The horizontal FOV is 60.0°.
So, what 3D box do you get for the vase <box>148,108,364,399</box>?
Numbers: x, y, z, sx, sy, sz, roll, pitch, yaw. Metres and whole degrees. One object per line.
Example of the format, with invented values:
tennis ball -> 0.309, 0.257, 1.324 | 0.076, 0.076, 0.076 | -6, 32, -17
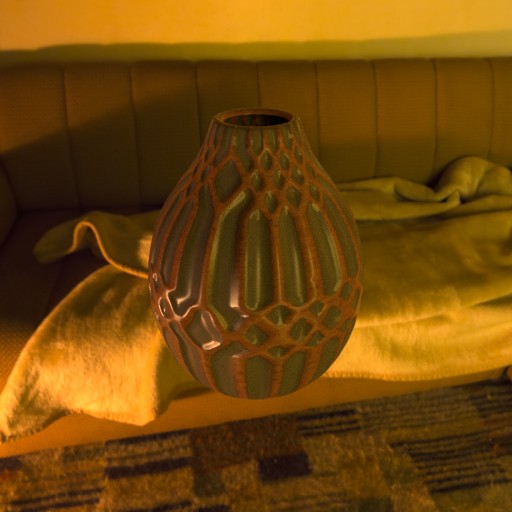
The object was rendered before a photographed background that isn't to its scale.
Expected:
vase -> 0.000, 0.000, 0.142 | 0.069, 0.088, 0.069 | 0, 31, 0
